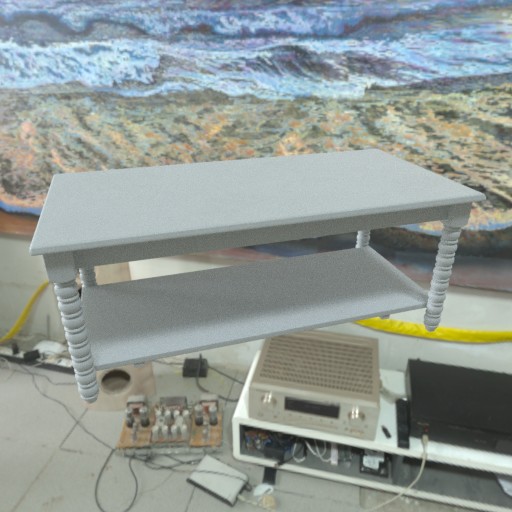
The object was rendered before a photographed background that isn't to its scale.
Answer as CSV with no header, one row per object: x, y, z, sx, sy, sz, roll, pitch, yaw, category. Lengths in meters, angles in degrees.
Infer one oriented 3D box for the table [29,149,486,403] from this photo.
0.000,0.000,1.429,1.171,0.487,0.580,-8,28,-15,table
